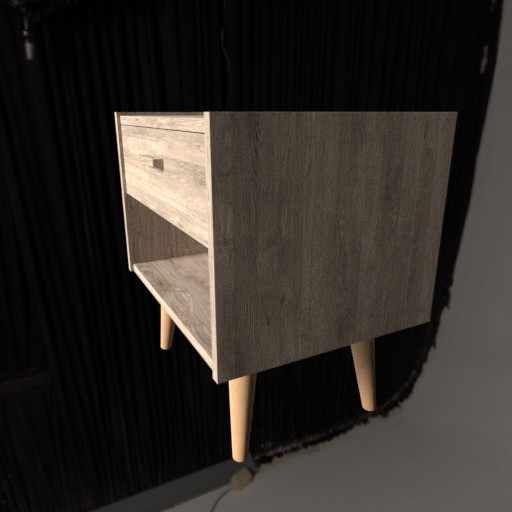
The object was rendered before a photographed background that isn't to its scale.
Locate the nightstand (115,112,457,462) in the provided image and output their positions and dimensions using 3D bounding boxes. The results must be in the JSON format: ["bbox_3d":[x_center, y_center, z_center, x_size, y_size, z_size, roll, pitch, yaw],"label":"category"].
[{"bbox_3d":[0.000,0.000,0.810,0.380,0.500,0.480,-9,20,-26],"label":"nightstand"}]
